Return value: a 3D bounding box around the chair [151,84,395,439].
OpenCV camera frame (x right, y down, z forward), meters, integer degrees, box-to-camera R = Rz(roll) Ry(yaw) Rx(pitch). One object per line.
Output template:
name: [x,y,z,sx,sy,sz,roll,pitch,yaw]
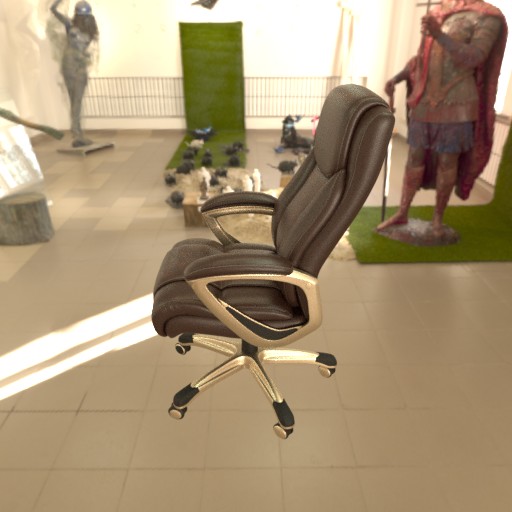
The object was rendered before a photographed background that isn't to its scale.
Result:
chair: [0.000,0.000,1.656,0.749,1.194,0.692,-1,26,-1]
